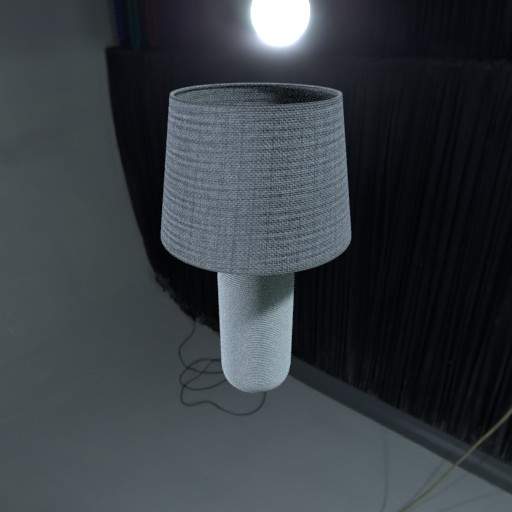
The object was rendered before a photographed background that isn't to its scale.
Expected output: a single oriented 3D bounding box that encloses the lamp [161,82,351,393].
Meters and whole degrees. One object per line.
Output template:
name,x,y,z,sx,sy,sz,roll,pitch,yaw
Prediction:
lamp,0.000,0.000,0.614,0.251,0.429,0.251,0,27,0
